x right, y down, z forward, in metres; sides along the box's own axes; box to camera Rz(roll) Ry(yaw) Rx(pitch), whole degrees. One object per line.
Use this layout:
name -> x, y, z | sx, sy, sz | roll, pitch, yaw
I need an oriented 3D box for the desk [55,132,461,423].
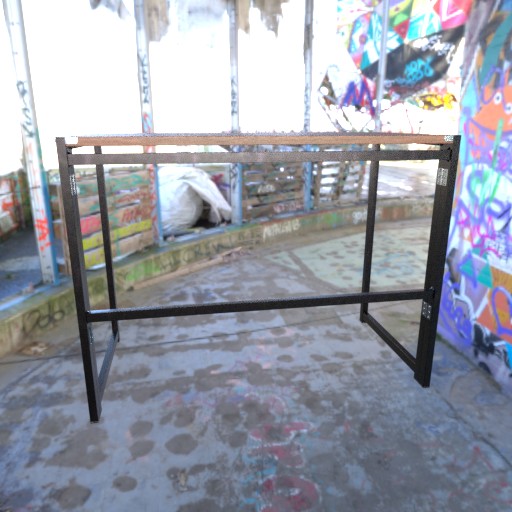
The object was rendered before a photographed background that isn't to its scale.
desk -> 0.000, 0.000, 1.432 | 1.016, 0.762, 0.508 | -3, 17, -9
